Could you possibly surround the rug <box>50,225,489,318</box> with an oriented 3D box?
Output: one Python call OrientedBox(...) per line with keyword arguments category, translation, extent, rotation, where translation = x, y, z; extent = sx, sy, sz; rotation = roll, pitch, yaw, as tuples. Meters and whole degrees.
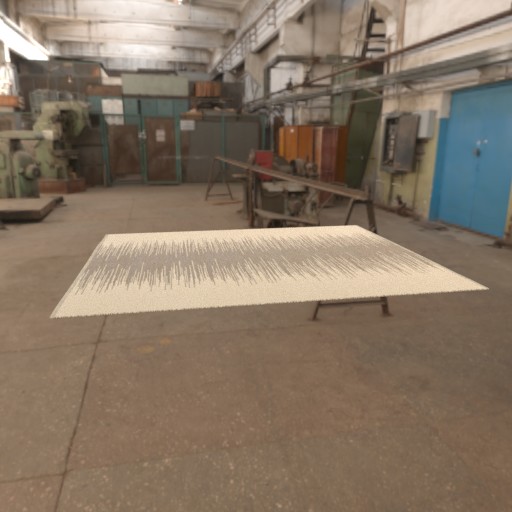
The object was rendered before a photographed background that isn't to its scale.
OrientedBox(category="rug", translation=(0.000, 0.000, 4.136), extent=(3.037, 0.010, 2.453), rotation=(-3, 15, -10))
